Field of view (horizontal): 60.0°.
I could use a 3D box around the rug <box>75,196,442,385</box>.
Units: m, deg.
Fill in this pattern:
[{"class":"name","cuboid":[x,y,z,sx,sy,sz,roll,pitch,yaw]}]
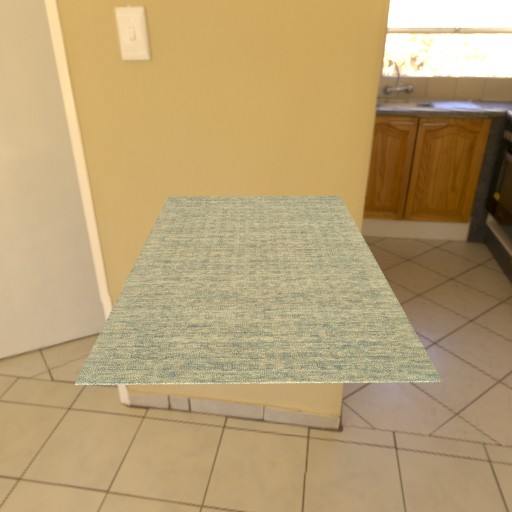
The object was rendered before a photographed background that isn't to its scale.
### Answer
[{"class":"rug","cuboid":[0.000,0.000,2.161,1.142,0.006,1.752,0,27,-1]}]
